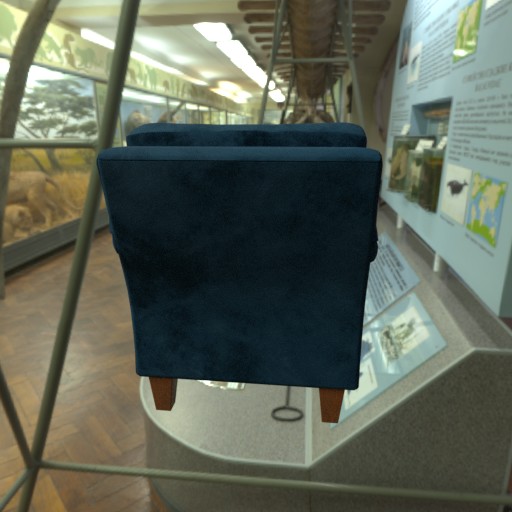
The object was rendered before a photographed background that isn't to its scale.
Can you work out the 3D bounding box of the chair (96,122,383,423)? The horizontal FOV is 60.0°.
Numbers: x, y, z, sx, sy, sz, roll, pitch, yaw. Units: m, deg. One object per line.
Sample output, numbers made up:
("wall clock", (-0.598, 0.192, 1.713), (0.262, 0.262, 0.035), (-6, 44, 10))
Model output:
("chair", (0.000, 0.000, 1.882), (0.895, 1.076, 1.078), (2, 16, 7))
